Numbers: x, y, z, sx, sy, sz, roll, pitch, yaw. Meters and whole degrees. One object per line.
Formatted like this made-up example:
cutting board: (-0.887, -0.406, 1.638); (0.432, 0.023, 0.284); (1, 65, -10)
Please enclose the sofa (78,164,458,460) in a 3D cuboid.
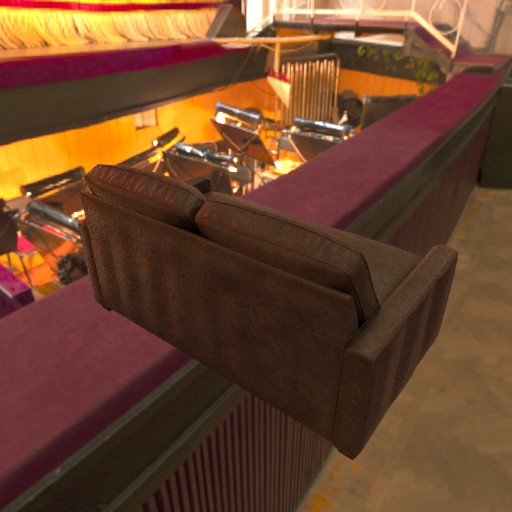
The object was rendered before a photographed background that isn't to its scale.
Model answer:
sofa: (0.000, 0.000, 2.278); (1.732, 0.916, 0.939); (21, 36, 32)
